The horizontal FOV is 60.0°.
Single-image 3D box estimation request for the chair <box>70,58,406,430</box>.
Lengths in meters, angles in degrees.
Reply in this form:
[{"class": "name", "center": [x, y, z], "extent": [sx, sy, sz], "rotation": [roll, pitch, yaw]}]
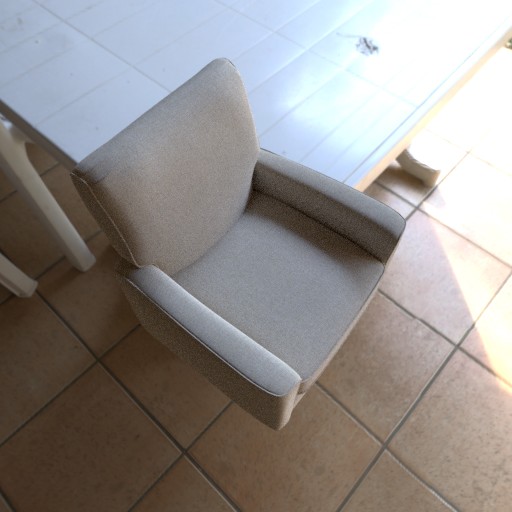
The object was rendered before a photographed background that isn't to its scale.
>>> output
[{"class": "chair", "center": [0.000, 0.000, 1.662], "extent": [0.859, 1.023, 0.845], "rotation": [33, 64, 18]}]
